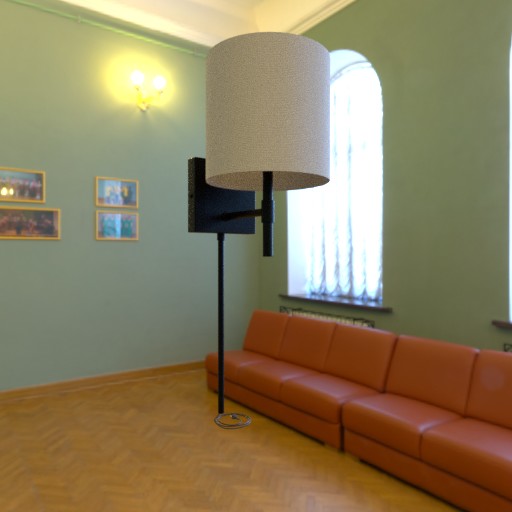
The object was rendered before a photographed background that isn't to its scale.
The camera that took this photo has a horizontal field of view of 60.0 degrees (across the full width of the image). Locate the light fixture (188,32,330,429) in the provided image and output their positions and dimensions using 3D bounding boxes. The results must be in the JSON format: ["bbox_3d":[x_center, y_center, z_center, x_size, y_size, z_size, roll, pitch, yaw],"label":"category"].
[{"bbox_3d":[0.000,0.000,0.700,0.188,0.589,0.248,0,0,-37],"label":"light fixture"}]
